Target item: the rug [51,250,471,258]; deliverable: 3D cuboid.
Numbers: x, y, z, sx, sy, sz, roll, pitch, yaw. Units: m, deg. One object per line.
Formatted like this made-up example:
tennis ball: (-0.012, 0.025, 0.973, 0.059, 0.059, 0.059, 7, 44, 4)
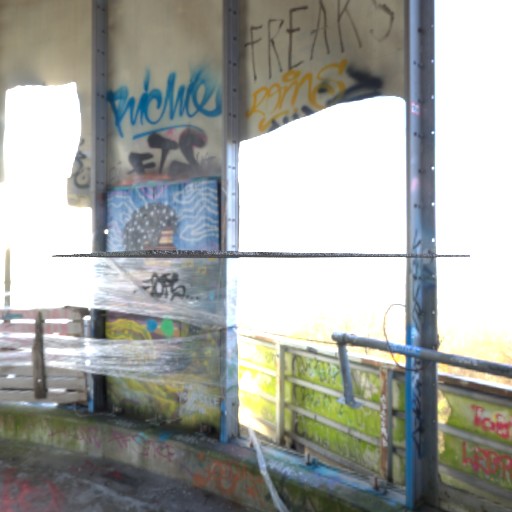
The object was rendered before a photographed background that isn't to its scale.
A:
rug: (0.000, 0.000, 4.040, 3.000, 0.025, 2.401, 0, -1, -36)
